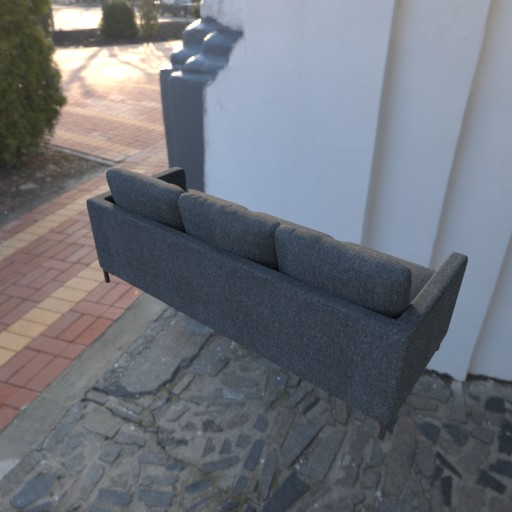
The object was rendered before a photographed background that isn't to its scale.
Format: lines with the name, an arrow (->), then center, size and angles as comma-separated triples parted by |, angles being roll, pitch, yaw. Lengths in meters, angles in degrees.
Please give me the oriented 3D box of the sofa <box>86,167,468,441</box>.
sofa -> 0.000, 0.000, 2.744 | 2.218, 0.874, 0.859 | 22, 37, 32
